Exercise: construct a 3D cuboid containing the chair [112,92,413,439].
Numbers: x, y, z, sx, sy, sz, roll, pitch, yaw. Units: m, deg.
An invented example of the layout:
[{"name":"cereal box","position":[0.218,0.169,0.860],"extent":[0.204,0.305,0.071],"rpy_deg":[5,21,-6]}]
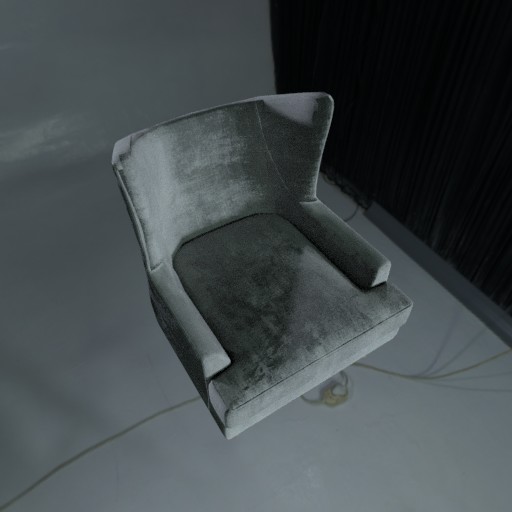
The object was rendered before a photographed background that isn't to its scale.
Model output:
[{"name":"chair","position":[0.000,0.000,1.643],"extent":[0.784,0.950,0.906],"rpy_deg":[-24,51,-22]}]
